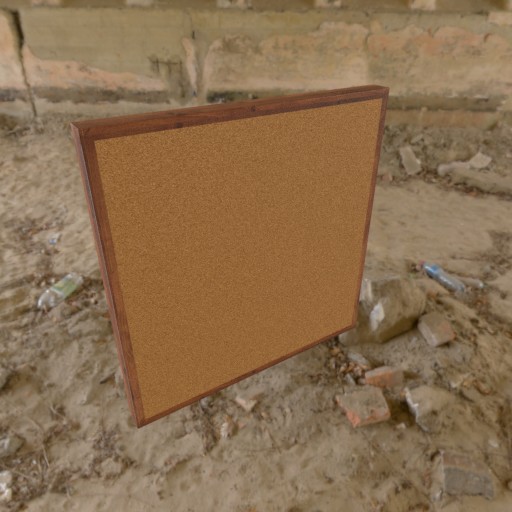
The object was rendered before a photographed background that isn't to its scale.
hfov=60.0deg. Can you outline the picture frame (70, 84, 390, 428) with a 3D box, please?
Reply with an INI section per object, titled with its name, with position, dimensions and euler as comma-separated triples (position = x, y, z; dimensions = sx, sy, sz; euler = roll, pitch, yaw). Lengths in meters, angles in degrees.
[picture frame]
position = 0.000, 0.000, 0.532
dimensions = 0.352, 0.356, 0.028
euler = -18, 35, -28
